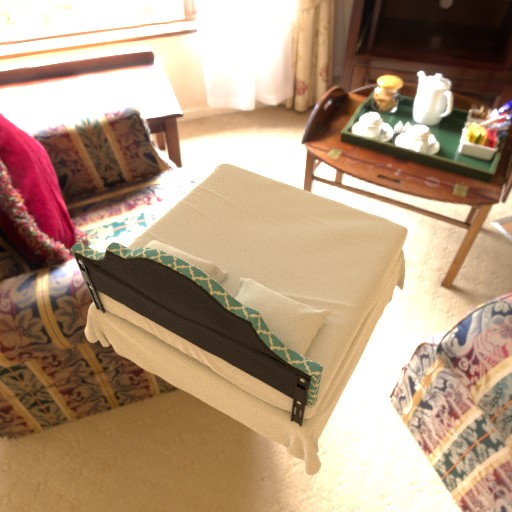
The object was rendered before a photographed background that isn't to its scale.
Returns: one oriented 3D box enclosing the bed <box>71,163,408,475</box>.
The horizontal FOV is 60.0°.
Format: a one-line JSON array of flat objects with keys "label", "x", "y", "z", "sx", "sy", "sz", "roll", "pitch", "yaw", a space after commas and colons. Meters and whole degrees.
[{"label": "bed", "x": 0.000, "y": 0.000, "z": 3.709, "sx": 2.314, "sy": 1.601, "sz": 2.222, "roll": 24, "pitch": 51, "yaw": 21}]
